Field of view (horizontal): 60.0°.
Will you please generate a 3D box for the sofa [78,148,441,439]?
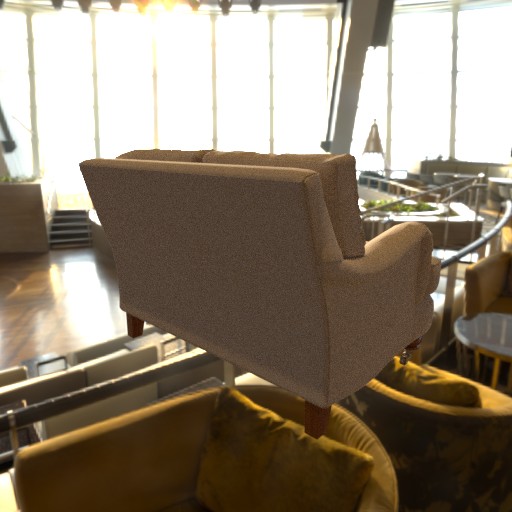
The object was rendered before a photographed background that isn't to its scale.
[{"bbox_3d":[0.000,0.000,2.219,1.508,1.048,1.087,13,20,42],"label":"sofa"}]
